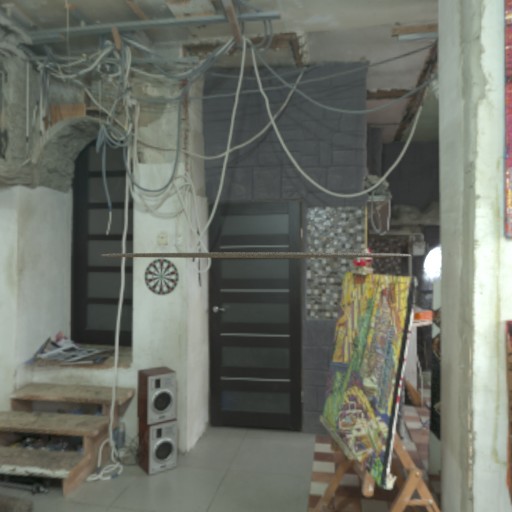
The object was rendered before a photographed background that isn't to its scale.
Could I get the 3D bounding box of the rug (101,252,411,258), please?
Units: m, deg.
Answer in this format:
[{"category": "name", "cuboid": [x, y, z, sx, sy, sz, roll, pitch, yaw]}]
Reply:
[{"category": "rug", "cuboid": [0.000, 0.000, 3.615, 2.382, 0.014, 2.382, 0, -1, 0]}]
